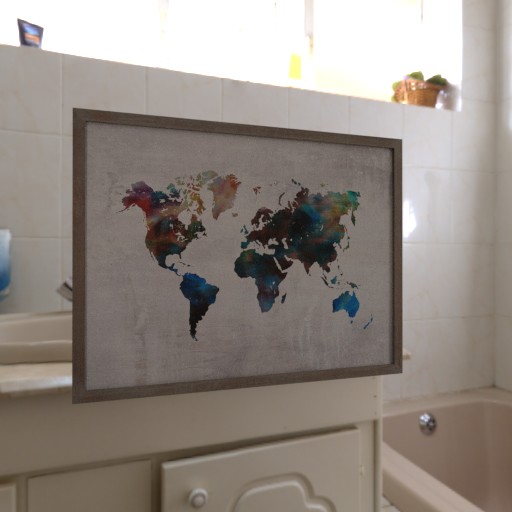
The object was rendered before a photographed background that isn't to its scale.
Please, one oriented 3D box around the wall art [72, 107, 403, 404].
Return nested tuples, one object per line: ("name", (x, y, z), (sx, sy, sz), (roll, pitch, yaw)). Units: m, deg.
("wall art", (0.000, 0.000, 1.320), (1.012, 0.774, 0.019), (0, 0, -18))
